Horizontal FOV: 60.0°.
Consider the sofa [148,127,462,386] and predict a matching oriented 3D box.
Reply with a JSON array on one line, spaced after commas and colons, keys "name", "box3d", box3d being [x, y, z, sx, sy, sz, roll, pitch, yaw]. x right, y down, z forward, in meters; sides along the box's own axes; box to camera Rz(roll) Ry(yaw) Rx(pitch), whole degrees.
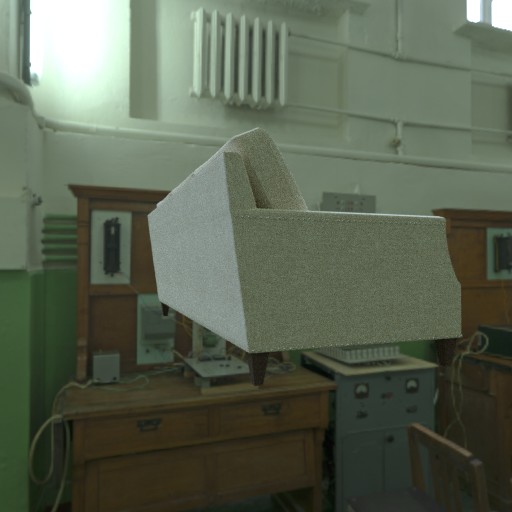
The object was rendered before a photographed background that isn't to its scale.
[{"name": "sofa", "box3d": [0.000, 0.000, 2.696, 1.041, 0.940, 2.210, 0, -1, -20]}]
